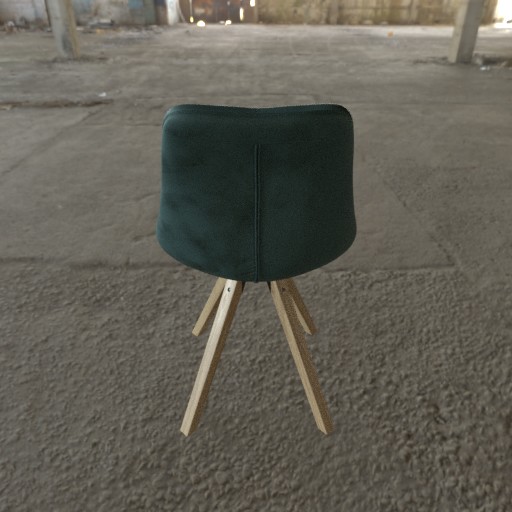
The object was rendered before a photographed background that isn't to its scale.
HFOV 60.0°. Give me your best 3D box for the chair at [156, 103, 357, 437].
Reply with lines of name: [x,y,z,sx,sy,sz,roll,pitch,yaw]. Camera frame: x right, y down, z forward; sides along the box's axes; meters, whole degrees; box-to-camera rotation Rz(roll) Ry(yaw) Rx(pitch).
chair: [0.000,0.000,1.164,0.483,0.865,0.547,-1,30,-1]
